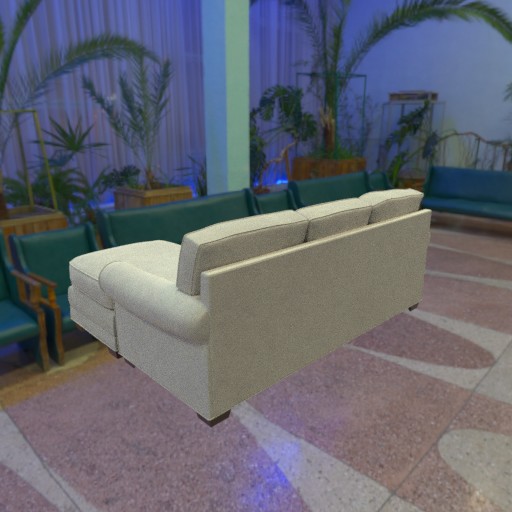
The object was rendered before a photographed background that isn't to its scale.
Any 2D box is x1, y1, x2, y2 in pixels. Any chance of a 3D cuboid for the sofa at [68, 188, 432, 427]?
[{"bbox_3d":[0.000,0.000,2.478,1.770,0.734,1.226,-16,23,-42],"label":"sofa"}]
